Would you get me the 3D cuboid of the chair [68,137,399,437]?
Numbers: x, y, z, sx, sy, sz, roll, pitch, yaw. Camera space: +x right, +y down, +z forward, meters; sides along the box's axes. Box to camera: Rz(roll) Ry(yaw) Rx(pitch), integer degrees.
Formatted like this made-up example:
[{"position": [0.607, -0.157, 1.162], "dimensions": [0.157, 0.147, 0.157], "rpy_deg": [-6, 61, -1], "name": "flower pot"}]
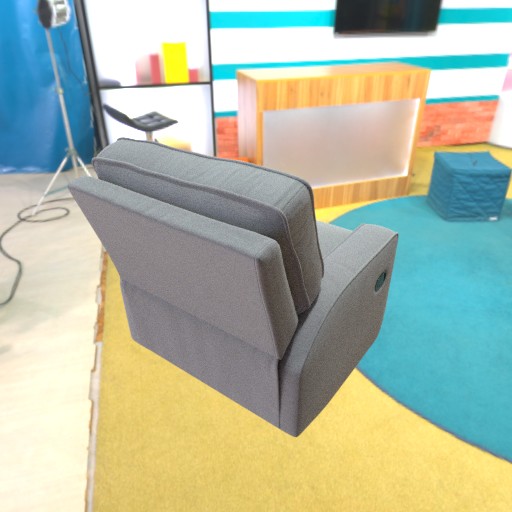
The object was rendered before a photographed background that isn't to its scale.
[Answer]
[{"position": [0.000, 0.000, 1.690], "dimensions": [0.861, 0.964, 0.969], "rpy_deg": [21, 37, 31], "name": "chair"}]
